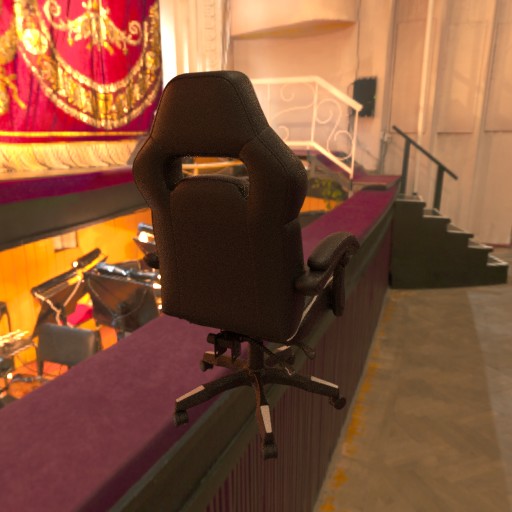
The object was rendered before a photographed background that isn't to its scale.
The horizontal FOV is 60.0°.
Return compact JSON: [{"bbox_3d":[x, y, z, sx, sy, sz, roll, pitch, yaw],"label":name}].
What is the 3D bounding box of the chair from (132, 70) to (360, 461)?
[{"bbox_3d":[0.000,0.000,1.629,0.676,1.200,0.700,8,18,27],"label":"chair"}]
